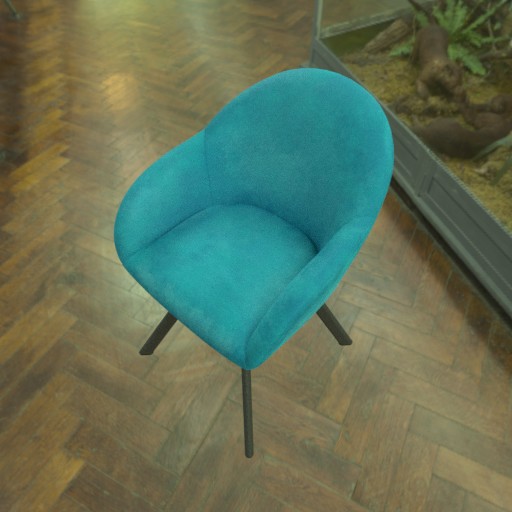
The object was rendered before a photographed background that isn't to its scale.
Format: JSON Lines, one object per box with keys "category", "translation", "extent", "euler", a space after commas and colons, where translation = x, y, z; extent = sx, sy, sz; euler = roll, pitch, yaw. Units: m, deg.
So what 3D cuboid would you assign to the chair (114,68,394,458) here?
{"category": "chair", "translation": [0.000, 0.000, 1.170], "extent": [0.550, 0.795, 0.590], "euler": [34, 55, 27]}
